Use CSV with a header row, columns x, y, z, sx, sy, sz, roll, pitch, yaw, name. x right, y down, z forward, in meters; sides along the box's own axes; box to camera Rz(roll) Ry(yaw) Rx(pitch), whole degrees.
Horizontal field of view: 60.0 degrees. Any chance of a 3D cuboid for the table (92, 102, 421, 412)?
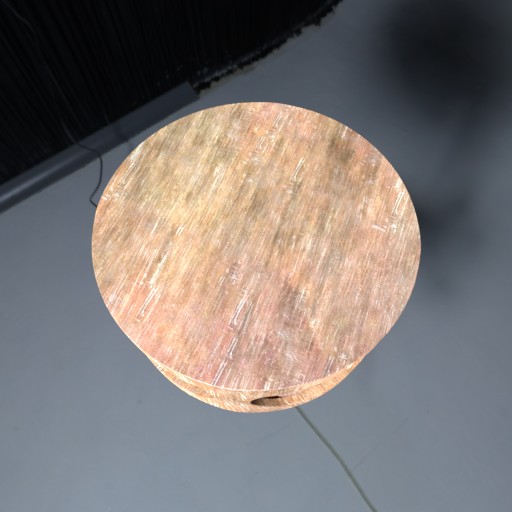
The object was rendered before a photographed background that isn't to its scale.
x,y,z,sx,sy,sz,roll,pitch,yaw,name
0.000,0.000,1.532,0.974,0.450,0.974,0,64,0,table
